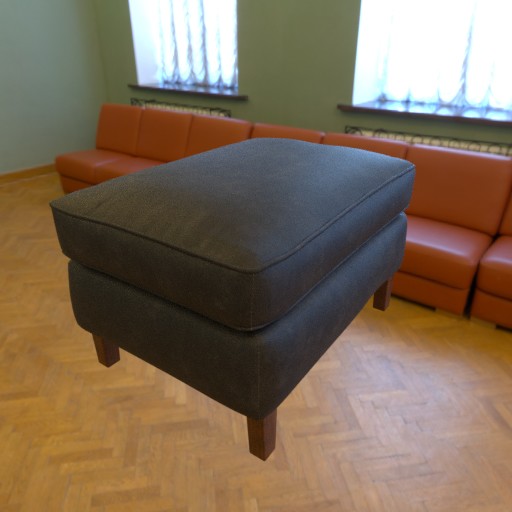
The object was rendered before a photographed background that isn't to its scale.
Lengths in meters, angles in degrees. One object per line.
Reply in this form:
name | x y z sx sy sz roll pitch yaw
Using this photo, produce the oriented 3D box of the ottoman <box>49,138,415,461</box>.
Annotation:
ottoman | 0.000 0.000 0.977 0.501 0.413 0.665 18 31 31
